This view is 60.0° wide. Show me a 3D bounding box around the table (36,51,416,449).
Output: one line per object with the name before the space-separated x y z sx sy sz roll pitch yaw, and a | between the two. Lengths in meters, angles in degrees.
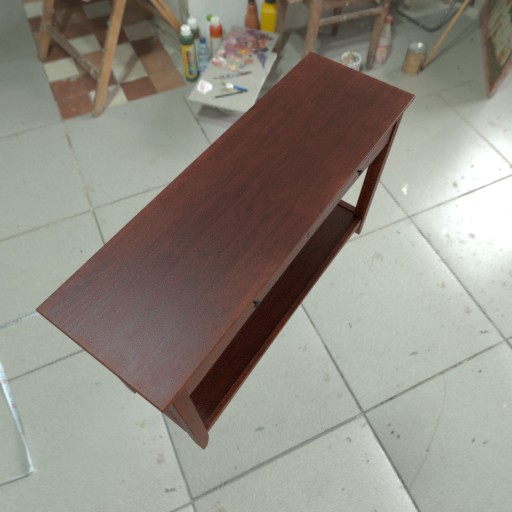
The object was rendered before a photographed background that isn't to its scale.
table | 0.000 0.000 1.519 0.392 0.739 1.188 32 64 18
